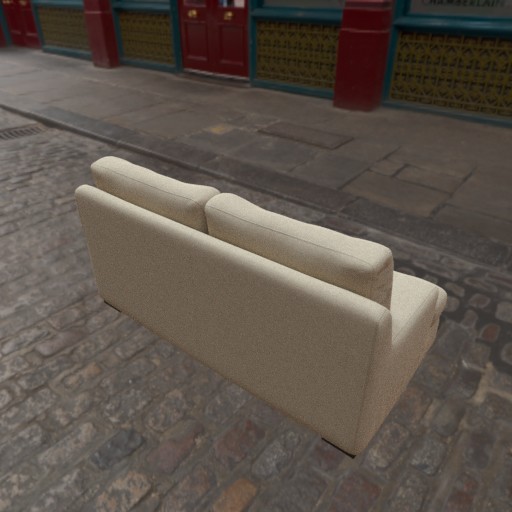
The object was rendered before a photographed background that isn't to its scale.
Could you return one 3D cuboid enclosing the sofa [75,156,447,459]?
[{"bbox_3d":[0.000,0.000,2.458,1.885,0.967,0.962,22,38,32],"label":"sofa"}]
